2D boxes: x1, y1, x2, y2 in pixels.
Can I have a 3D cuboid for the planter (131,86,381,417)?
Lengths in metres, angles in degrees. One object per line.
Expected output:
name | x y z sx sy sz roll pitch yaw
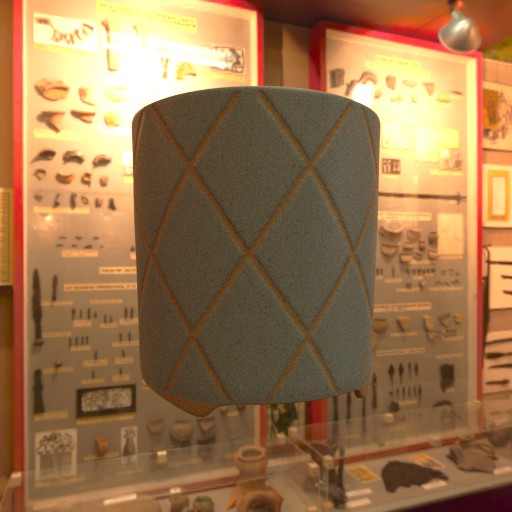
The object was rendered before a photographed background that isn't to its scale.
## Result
planter | 0.000 0.000 0.353 0.191 0.200 0.191 0 0 0
